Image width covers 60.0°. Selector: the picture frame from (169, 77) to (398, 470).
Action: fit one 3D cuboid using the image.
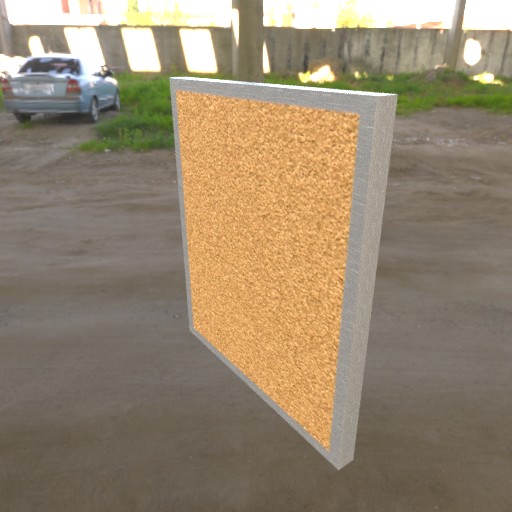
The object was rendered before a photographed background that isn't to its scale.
[{"bbox_3d":[0.000,0.000,0.521,0.027,0.378,0.327,-17,30,-33],"label":"picture frame"}]
